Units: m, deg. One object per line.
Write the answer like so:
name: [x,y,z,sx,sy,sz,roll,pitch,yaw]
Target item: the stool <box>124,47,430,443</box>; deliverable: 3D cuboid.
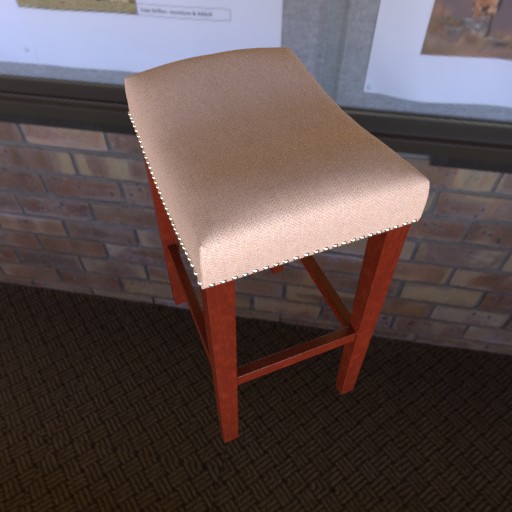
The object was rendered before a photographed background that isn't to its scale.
stool: [0.000,0.000,1.011,0.372,0.742,0.504,-17,51,-15]
